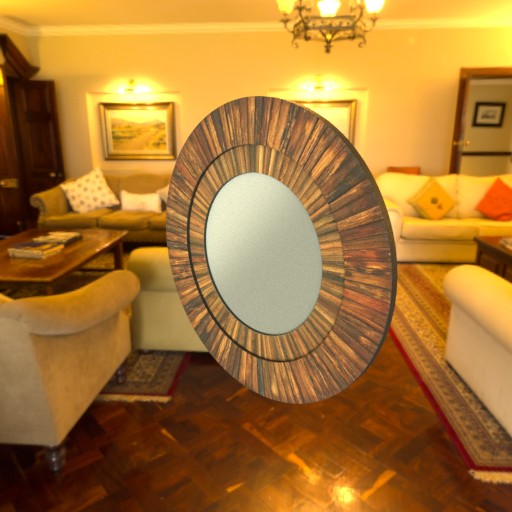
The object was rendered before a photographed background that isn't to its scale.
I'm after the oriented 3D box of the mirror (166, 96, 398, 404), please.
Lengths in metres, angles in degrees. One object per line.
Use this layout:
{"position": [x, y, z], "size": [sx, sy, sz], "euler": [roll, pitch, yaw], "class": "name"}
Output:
{"position": [0.000, 0.000, 1.587], "size": [1.077, 1.077, 0.036], "euler": [15, 21, 43], "class": "mirror"}
